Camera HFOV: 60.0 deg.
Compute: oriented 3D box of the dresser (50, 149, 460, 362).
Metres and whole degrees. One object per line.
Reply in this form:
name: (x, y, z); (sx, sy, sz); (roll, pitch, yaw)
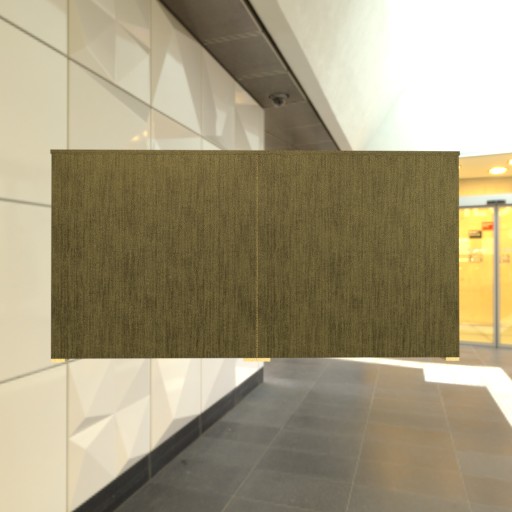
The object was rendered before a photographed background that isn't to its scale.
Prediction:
dresser: (0.000, 0.000, 1.825); (1.535, 0.790, 0.333); (0, 0, -1)
